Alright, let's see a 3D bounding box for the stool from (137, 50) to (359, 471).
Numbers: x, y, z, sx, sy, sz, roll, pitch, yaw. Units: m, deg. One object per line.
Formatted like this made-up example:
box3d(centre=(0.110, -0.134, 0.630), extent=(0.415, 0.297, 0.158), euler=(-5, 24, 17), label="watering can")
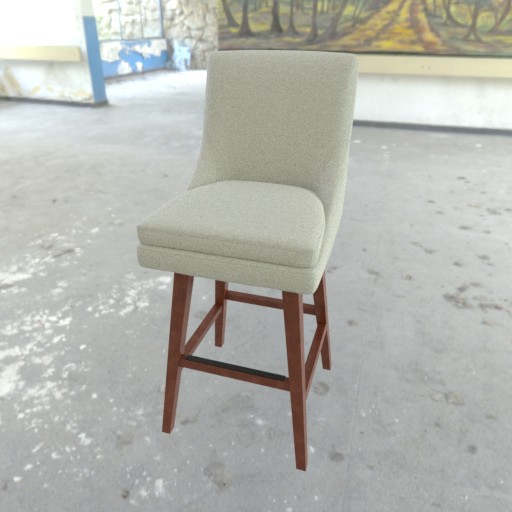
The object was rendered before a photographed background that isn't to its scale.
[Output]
box3d(centre=(0.000, 0.000, 1.325), extent=(0.470, 1.092, 0.559), euler=(8, 29, 16), label="stool")
